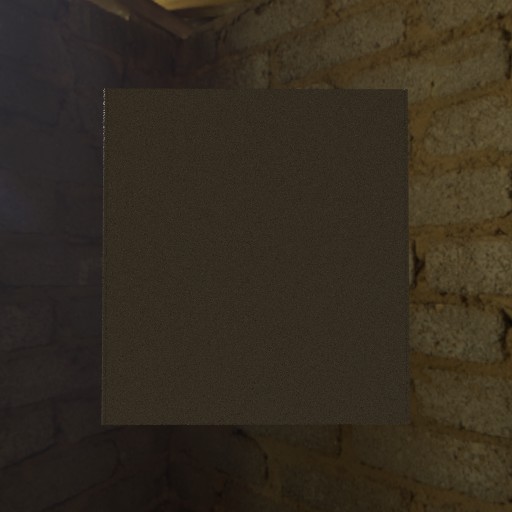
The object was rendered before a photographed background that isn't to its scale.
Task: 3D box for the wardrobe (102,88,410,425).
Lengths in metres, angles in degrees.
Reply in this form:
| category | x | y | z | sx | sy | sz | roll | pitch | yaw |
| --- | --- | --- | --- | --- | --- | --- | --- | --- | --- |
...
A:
| category | x | y | z | sx | sy | sz | roll | pitch | yaw |
| --- | --- | --- | --- | --- | --- | --- | --- | --- | --- |
| wardrobe | 0.000 | 0.000 | 2.891 | 1.780 | 1.960 | 0.629 | 0 | -1 | 0 |
